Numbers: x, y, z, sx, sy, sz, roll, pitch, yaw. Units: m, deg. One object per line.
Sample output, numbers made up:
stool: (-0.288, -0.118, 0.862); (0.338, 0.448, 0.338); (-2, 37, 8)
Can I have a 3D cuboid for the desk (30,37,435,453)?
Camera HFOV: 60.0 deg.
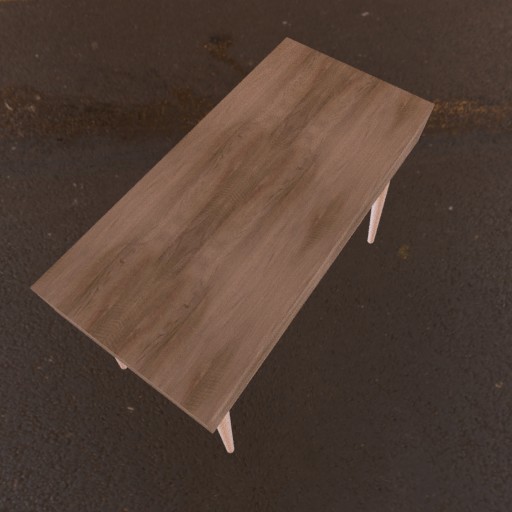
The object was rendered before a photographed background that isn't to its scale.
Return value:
desk: (0.000, 0.000, 1.372); (0.491, 0.723, 0.979); (32, 67, 16)
